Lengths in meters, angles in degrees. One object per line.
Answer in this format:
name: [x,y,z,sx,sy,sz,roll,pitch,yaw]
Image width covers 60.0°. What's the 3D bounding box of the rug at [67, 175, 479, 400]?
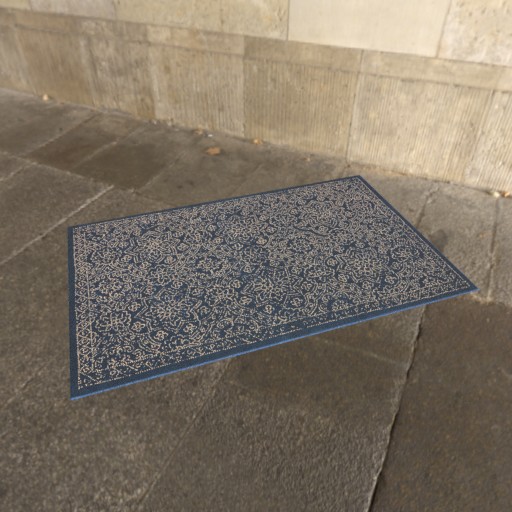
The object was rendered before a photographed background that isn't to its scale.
rug: [0.000,0.000,3.035,2.441,0.015,1.526,-12,41,-14]
